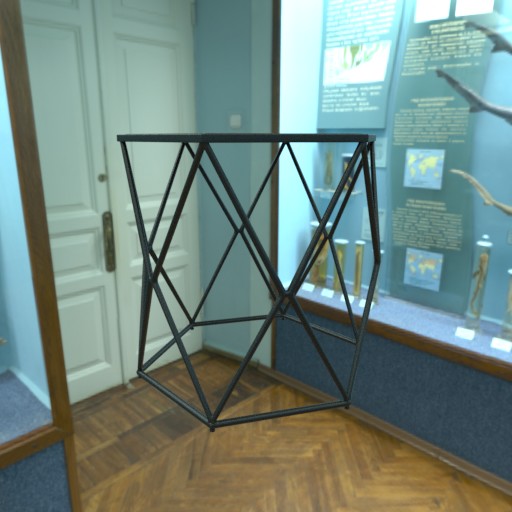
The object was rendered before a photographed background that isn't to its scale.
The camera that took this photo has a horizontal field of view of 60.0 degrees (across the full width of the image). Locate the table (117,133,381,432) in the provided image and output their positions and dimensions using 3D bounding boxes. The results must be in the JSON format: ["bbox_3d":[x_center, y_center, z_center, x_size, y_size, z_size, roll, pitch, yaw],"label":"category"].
[{"bbox_3d":[0.000,0.000,1.064,0.579,0.564,0.578,-14,20,-42],"label":"table"}]
